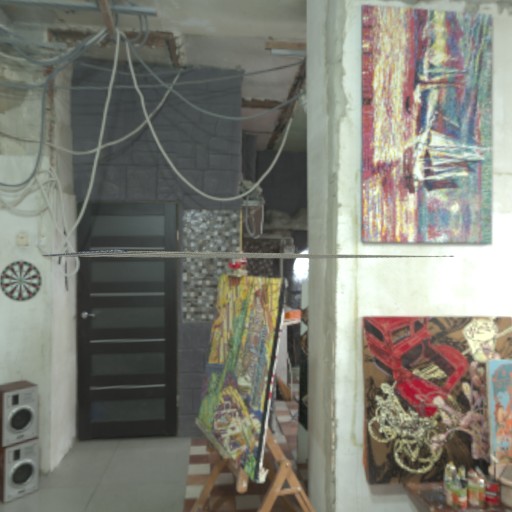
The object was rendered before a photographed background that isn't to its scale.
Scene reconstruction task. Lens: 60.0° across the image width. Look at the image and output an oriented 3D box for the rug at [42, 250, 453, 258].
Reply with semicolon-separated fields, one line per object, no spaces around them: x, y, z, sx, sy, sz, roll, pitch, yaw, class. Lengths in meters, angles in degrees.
0.000;0.000;2.601;2.108;0.009;1.248;1;-1;-36;rug
